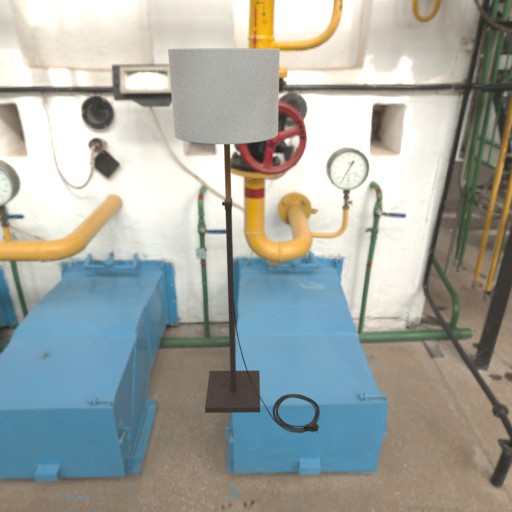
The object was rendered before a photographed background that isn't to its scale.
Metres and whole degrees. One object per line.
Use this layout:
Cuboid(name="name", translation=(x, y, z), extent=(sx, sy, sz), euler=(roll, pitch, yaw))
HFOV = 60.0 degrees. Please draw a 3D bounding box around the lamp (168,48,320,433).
Cuboid(name="lamp", translation=(0.000, 0.000, 1.949), extent=(0.639, 1.650, 0.474), euler=(0, 25, 0))
